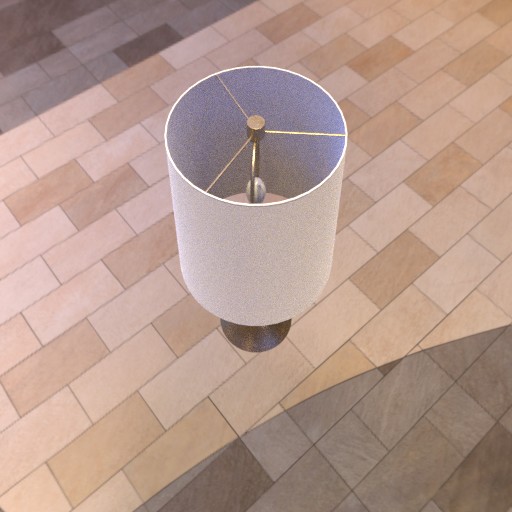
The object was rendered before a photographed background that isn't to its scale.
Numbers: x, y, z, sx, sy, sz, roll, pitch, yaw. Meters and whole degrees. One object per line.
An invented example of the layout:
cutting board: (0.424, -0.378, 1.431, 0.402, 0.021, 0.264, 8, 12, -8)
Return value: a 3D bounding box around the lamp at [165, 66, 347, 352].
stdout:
lamp: (0.000, 0.000, 0.683, 0.231, 0.569, 0.231, 0, 63, 0)
